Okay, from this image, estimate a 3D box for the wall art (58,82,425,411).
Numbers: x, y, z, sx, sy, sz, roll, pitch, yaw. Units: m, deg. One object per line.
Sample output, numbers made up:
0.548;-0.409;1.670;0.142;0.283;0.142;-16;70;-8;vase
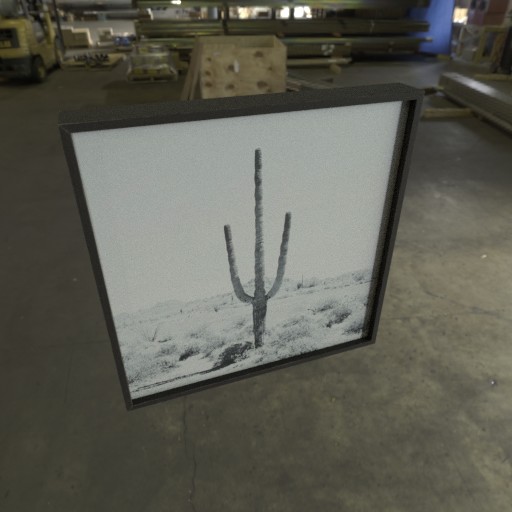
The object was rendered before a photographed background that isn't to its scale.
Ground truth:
0.000;0.000;0.447;0.305;0.305;0.038;-11;34;-16;wall art
